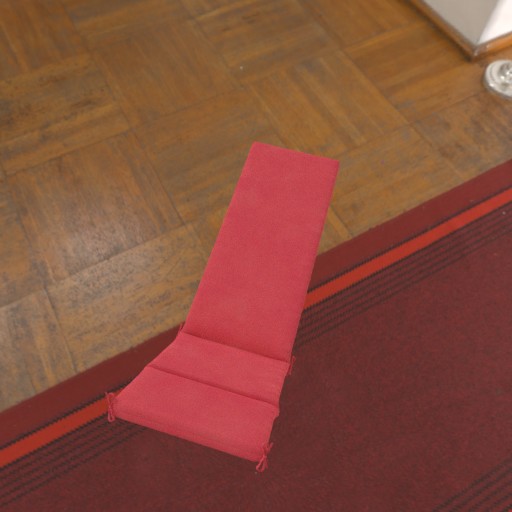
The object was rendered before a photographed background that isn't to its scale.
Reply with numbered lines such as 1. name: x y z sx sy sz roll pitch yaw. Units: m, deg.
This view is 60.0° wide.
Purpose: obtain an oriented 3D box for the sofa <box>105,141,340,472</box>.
1. sofa: 0.000 0.000 1.986 0.582 0.622 1.663 15 65 7
